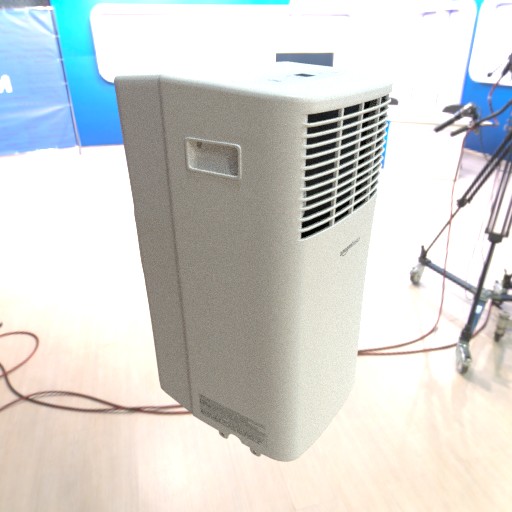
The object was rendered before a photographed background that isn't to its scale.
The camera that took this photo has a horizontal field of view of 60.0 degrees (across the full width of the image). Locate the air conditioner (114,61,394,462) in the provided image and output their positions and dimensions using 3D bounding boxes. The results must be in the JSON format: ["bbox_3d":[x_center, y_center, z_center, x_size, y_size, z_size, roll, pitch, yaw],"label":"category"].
[{"bbox_3d":[0.000,0.000,0.773,0.349,0.606,0.304,18,32,31],"label":"air conditioner"}]
